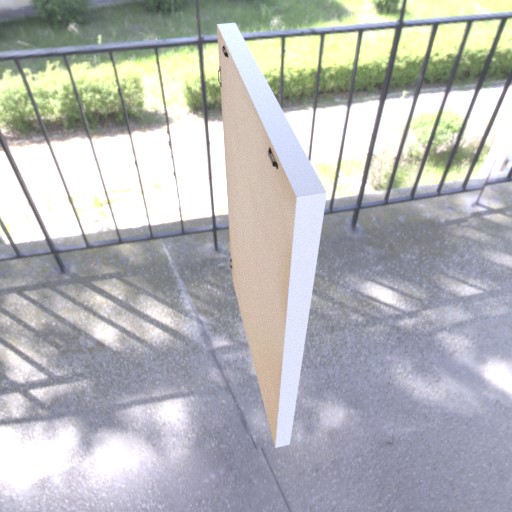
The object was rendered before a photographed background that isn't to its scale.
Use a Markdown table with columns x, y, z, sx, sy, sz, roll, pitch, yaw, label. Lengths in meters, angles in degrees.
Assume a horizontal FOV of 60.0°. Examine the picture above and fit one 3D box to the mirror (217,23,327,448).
| x | y | z | sx | sy | sz | roll | pitch | yaw | label |
| --- | --- | --- | --- | --- | --- | --- | --- | --- | --- |
| 0.000 | 0.000 | 0.896 | 0.039 | 0.710 | 0.507 | -9 | 47 | -9 | mirror |
